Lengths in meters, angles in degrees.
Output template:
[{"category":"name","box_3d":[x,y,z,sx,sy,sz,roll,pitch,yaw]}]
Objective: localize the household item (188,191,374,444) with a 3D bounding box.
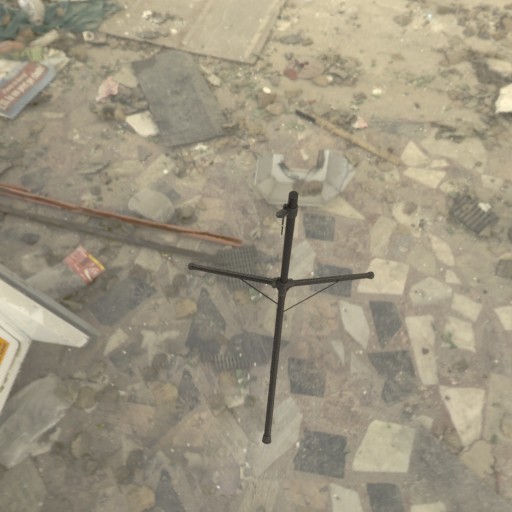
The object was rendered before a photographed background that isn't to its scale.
[{"category":"household item","box_3d":[0.000,0.000,2.855,1.339,1.595,1.596,31,64,17]}]
